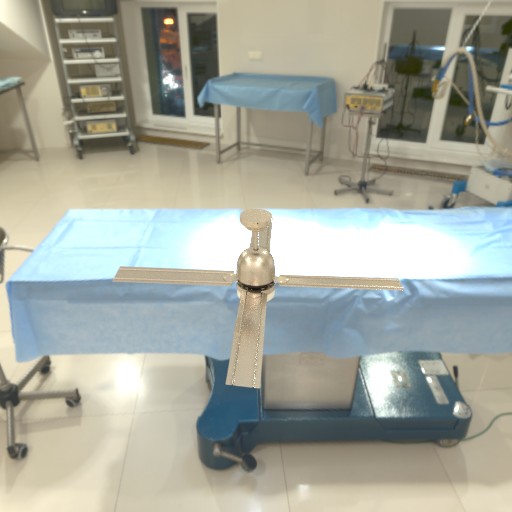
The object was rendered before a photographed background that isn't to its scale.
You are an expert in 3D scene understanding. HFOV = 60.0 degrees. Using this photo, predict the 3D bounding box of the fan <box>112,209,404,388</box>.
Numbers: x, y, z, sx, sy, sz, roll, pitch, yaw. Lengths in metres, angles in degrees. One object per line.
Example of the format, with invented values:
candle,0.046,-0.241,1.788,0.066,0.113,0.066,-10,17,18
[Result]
fan,0.000,0.000,2.025,1.346,0.406,1.346,1,30,2
